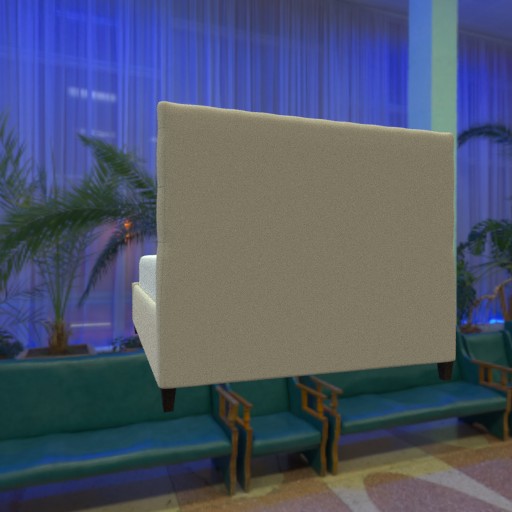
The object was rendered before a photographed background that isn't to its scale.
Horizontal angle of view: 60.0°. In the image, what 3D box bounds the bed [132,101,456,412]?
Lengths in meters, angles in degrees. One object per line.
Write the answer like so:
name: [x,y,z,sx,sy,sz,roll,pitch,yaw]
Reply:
bed: [0.000,0.000,3.318,1.696,1.426,2.233,0,0,-19]
